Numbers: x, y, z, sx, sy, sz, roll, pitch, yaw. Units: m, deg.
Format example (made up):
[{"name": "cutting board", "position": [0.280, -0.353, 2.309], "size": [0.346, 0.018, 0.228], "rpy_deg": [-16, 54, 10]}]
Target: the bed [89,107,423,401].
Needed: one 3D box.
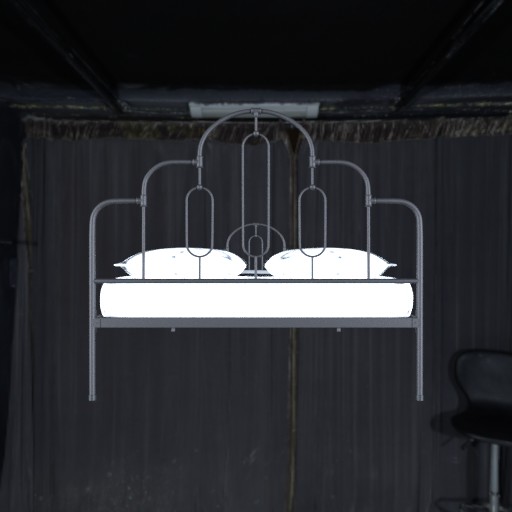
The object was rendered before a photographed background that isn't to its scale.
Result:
[{"name": "bed", "position": [0.000, 0.000, 3.230], "size": [1.640, 1.429, 2.163], "rpy_deg": [0, -1, 0]}]
